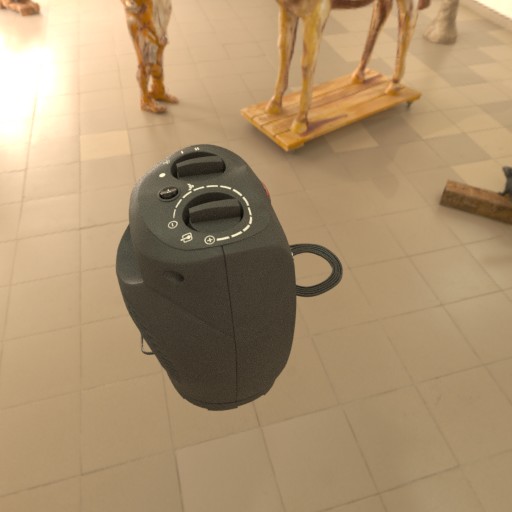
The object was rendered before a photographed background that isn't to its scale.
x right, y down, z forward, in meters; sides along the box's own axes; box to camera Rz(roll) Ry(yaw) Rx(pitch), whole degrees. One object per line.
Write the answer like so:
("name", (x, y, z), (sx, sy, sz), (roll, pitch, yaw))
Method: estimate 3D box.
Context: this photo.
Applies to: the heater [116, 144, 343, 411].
("heater", (0.000, 0.000, 0.477), (0.291, 0.255, 0.239), (-12, 48, -11))
